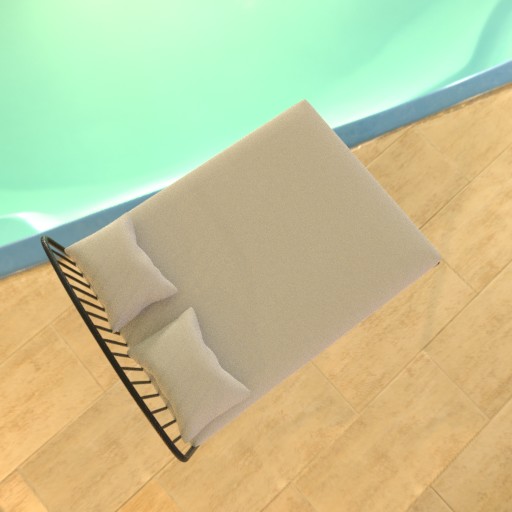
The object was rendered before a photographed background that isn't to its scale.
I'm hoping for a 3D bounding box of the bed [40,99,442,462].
[{"bbox_3d":[0.000,0.000,3.125,2.159,1.166,1.618,-35,78,-9],"label":"bed"}]
